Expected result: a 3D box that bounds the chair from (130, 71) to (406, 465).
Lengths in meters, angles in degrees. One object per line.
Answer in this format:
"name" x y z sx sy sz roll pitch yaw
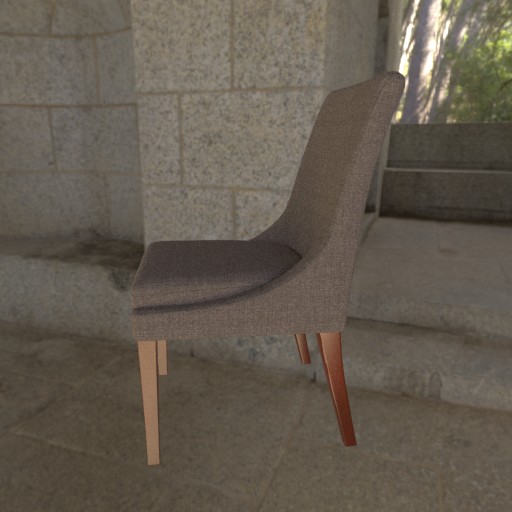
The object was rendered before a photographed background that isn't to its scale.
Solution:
"chair" 0.000 0.000 1.278 0.655 0.952 0.508 -2 15 -8
